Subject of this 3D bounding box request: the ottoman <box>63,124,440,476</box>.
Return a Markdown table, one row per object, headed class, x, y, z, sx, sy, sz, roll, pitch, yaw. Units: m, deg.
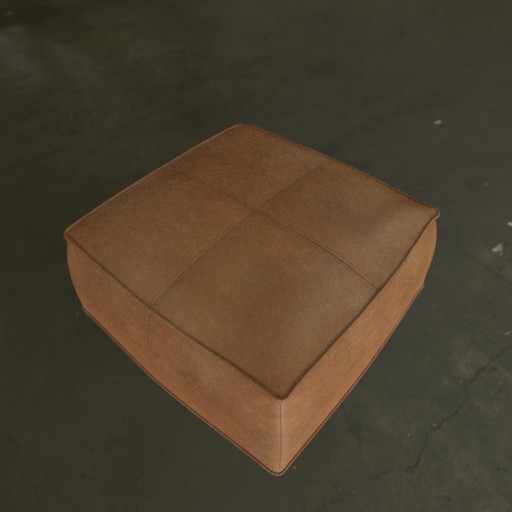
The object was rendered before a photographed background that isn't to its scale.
| class | x | y | z | sx | sy | sz | roll | pitch | yaw |
| --- | --- | --- | --- | --- | --- | --- | --- | --- | --- |
| ottoman | 0.000 | 0.000 | 1.408 | 0.902 | 0.395 | 0.901 | 31 | 54 | 26 |
